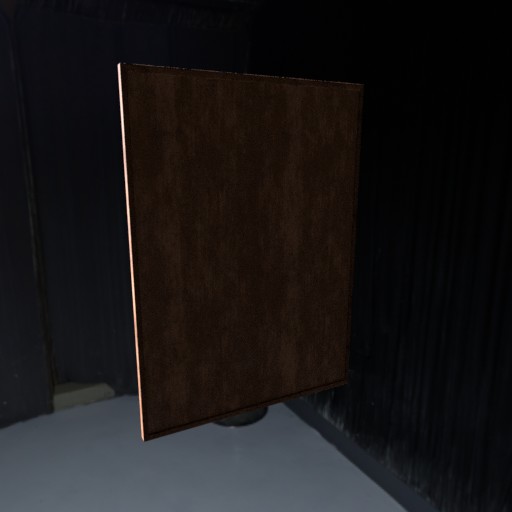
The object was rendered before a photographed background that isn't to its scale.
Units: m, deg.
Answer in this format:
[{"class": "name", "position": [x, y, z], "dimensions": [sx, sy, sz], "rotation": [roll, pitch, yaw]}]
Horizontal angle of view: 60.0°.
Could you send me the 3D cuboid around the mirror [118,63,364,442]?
[{"class": "mirror", "position": [0.000, 0.000, 1.440], "dimensions": [0.796, 1.099, 0.028], "rotation": [-7, 15, -26]}]
